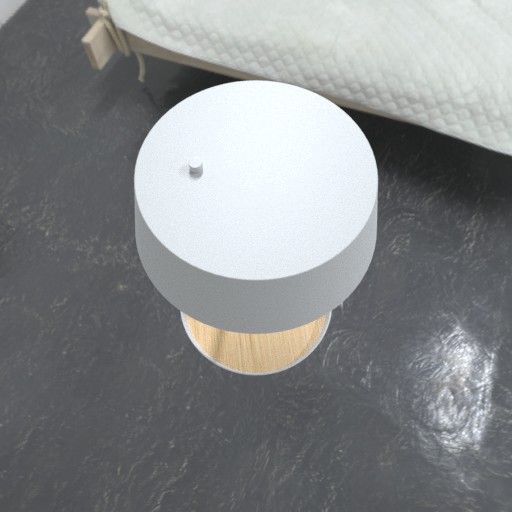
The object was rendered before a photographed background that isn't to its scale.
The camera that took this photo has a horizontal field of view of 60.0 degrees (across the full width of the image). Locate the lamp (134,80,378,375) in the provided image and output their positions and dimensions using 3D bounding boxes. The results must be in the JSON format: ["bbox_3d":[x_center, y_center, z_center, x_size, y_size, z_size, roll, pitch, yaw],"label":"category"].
[{"bbox_3d":[0.000,0.000,0.636,0.291,0.429,0.291,0,64,0],"label":"lamp"}]
